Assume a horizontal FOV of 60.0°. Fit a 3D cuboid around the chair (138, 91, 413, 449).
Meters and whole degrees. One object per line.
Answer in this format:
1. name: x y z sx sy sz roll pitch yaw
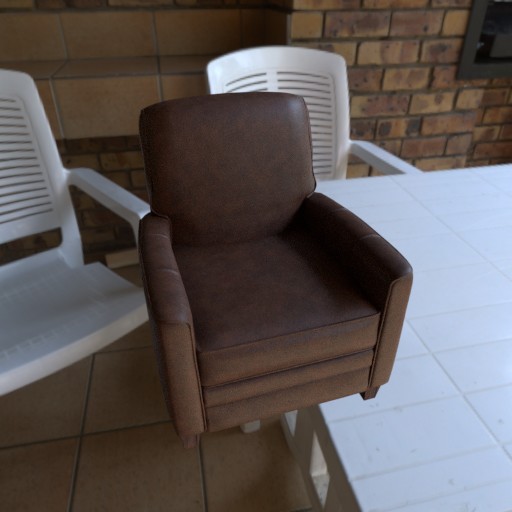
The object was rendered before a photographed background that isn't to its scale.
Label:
1. chair: 0.000 0.000 1.651 0.839 1.010 0.850 -10 34 -15
